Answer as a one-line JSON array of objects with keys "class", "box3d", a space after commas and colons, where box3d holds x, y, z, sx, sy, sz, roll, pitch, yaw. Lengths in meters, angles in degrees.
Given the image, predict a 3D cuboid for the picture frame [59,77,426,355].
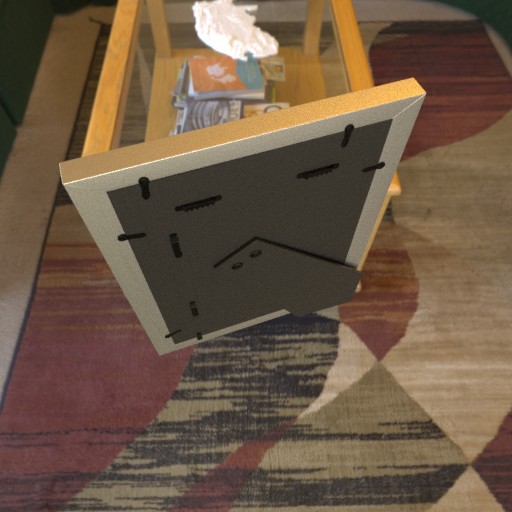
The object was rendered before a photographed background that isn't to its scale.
[{"class": "picture frame", "box3d": [0.000, 0.000, 0.521, 0.307, 0.386, 0.036, -17, 60, -10]}]
